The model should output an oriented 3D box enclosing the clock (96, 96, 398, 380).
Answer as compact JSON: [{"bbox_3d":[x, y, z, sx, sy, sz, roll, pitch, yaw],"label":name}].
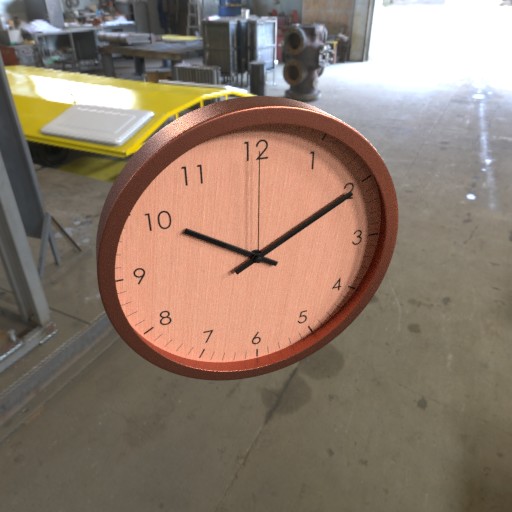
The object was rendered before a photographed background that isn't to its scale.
[{"bbox_3d":[0.000,0.000,0.462,0.313,0.313,0.040,-10,33,-16],"label":"clock"}]
